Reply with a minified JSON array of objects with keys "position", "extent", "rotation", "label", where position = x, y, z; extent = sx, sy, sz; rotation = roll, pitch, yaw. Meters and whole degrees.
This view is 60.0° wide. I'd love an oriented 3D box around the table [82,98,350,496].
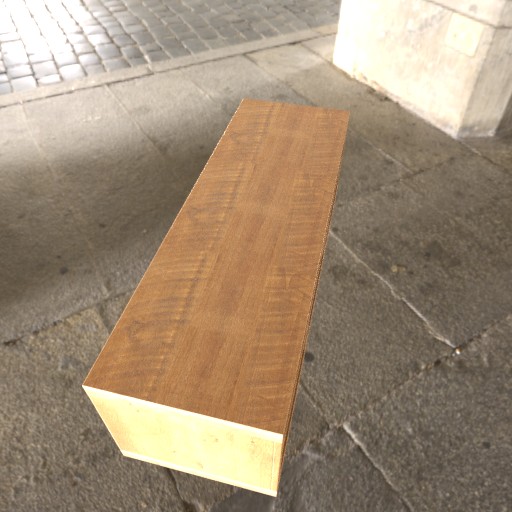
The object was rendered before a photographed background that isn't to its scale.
[{"position":[0.000,0.000,1.710],"extent":[0.499,0.491,1.499],"rotation":[10,47,10],"label":"table"}]
